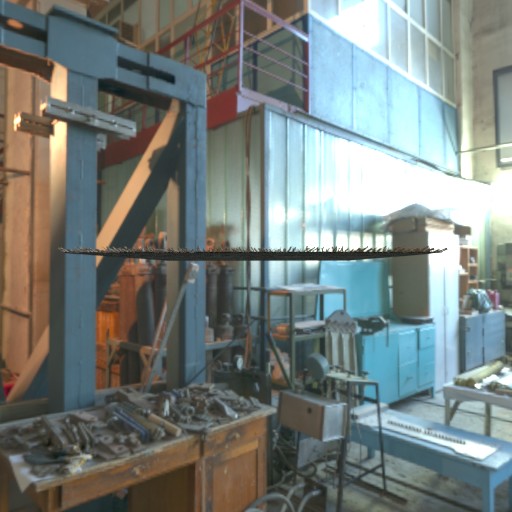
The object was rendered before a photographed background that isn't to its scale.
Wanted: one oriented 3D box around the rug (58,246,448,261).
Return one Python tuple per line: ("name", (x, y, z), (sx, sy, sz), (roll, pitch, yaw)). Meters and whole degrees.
("rug", (0.000, 0.000, 4.347), (2.418, 0.047, 3.307), (0, -2, 1))
